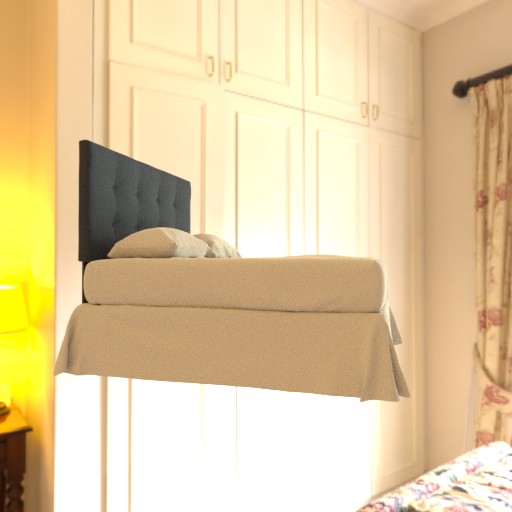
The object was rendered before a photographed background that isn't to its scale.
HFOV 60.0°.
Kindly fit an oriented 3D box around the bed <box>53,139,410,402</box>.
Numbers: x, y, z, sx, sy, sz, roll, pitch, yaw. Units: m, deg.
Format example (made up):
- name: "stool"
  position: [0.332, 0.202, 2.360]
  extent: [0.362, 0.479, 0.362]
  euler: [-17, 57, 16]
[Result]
- name: "bed"
  position: [0.000, 0.000, 3.489]
  extent: [2.222, 1.577, 1.936]
  euler: [0, -1, 17]
